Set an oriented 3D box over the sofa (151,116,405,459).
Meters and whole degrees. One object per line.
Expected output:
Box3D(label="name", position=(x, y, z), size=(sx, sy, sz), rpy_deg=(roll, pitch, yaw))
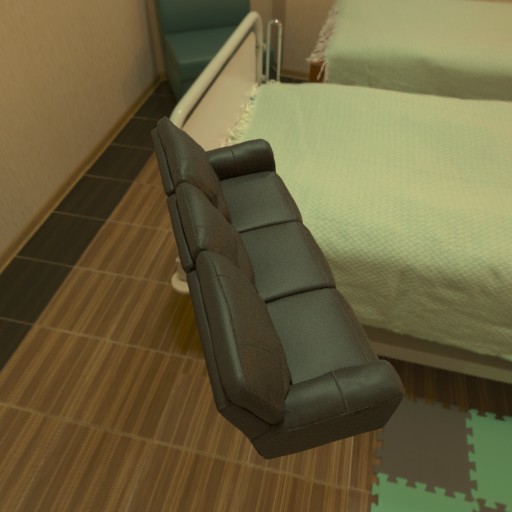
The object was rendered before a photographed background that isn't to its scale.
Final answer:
Box3D(label="sofa", position=(0.000, 0.000, 3.221), size=(1.104, 1.134, 2.627), rpy_deg=(-12, 47, -11))
